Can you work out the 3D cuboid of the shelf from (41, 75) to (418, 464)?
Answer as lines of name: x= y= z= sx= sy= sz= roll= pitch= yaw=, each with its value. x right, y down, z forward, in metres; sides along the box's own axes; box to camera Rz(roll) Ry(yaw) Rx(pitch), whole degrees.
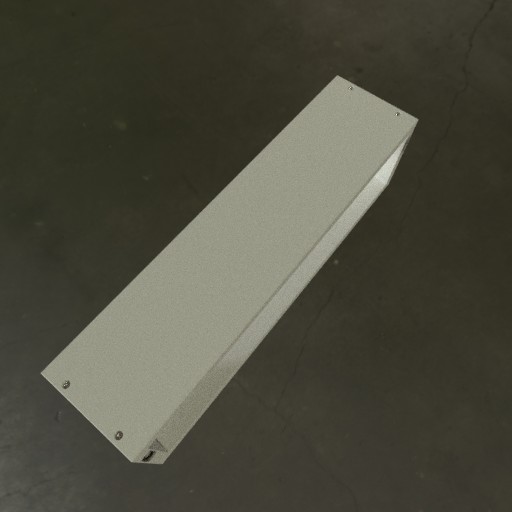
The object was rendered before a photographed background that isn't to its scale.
shelf: x=0.000 y=0.000 z=0.672 sx=0.150 sy=0.170 sz=0.610 roll=36 pitch=69 yaw=16
